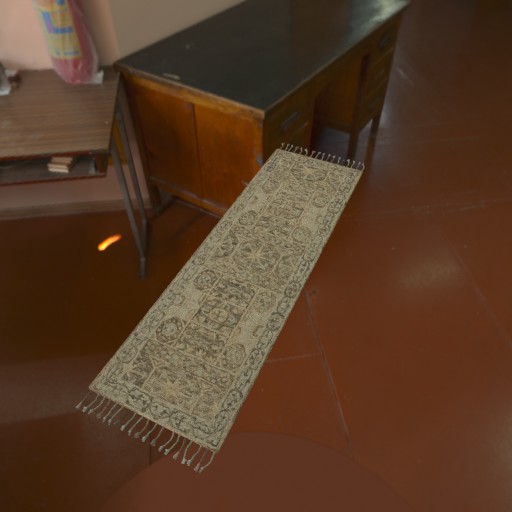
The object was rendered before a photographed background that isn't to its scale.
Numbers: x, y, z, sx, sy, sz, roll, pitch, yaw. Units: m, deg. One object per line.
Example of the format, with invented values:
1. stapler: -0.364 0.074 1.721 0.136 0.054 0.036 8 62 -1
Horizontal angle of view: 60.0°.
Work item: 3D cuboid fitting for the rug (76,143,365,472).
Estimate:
1. rug: 0.000 0.000 2.937 0.762 0.011 2.664 19 50 17
